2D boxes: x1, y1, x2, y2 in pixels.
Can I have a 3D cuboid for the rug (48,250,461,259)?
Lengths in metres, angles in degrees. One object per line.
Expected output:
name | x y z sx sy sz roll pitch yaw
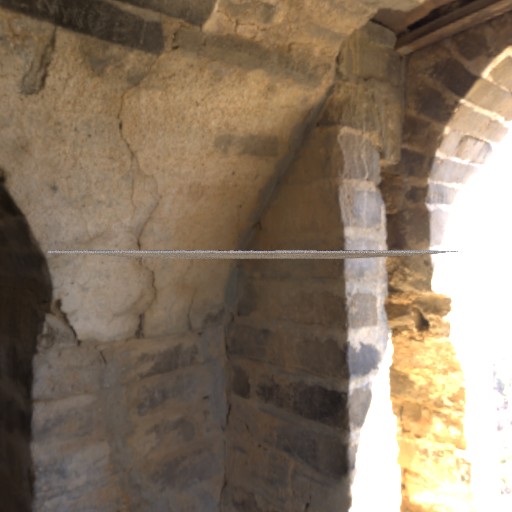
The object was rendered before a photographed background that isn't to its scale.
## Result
rug | 0.000 0.000 4.095 2.423 0.014 3.040 0 -1 1
